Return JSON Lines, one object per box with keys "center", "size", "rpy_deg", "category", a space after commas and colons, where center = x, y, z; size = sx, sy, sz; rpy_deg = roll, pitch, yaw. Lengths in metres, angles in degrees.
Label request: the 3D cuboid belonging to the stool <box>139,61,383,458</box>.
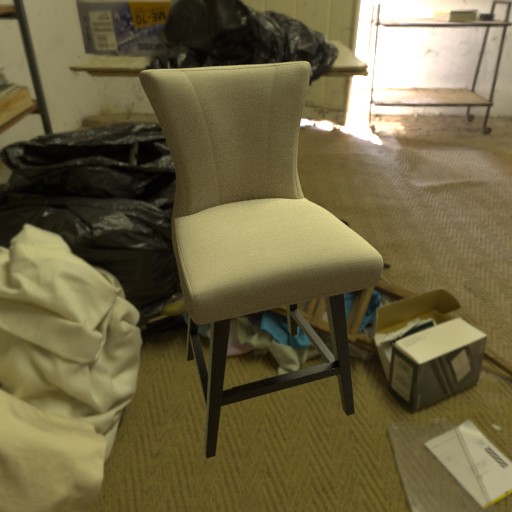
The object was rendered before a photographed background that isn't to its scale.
{"center": [0.000, 0.000, 1.331], "size": [0.514, 1.000, 0.574], "rpy_deg": [-10, 33, -16], "category": "stool"}
